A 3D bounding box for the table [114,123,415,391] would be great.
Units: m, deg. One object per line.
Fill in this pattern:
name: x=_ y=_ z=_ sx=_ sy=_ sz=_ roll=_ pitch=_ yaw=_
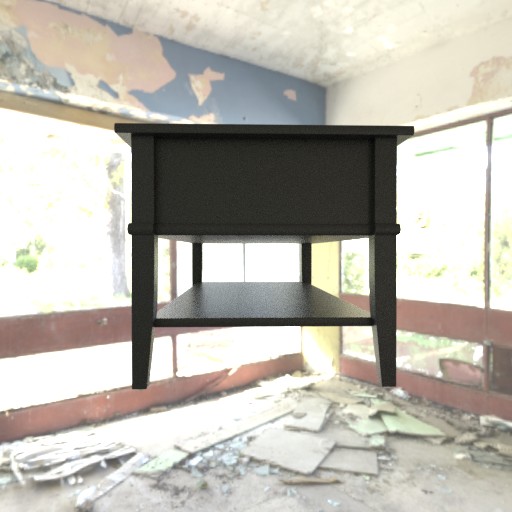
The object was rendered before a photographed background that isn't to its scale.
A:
table: x=0.000 y=0.000 z=1.294 sx=0.523 sy=0.470 sz=1.044 roll=0 pitch=1 yaw=-2
